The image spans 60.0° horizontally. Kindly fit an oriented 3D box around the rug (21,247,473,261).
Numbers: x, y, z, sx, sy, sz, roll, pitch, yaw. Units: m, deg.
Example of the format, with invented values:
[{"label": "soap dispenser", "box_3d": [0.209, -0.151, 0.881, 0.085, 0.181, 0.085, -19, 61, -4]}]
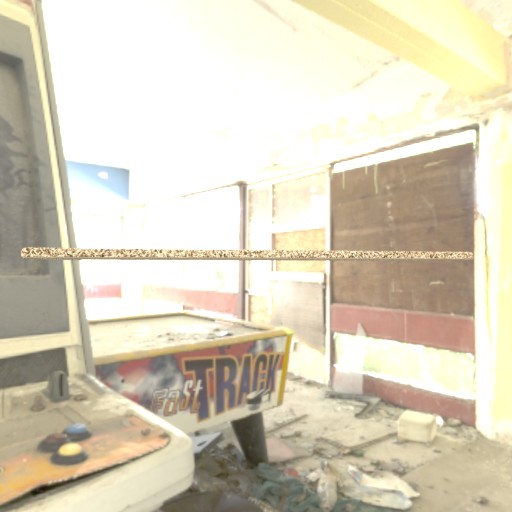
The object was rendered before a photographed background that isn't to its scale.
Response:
[{"label": "rug", "box_3d": [0.000, 0.000, 1.704, 1.524, 0.030, 0.609, 0, -1, -19]}]
